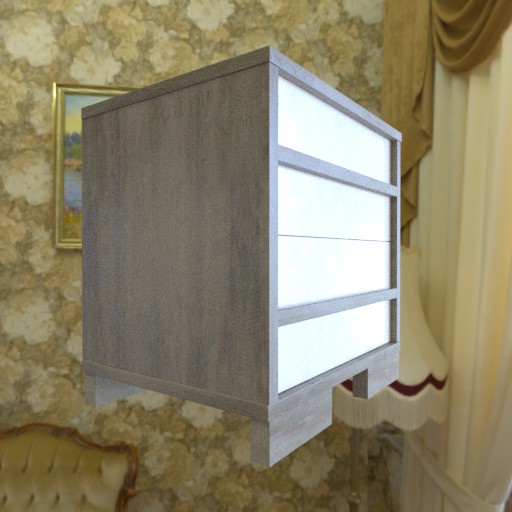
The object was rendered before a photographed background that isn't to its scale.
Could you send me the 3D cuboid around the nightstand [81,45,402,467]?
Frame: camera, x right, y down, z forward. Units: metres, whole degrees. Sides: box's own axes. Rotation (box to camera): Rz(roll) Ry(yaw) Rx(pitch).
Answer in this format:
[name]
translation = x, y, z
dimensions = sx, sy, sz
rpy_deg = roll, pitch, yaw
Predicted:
[nightstand]
translation = 0.000, 0.000, 0.741
dimensions = 0.347, 0.448, 0.427
rpy_deg = 0, 1, 36
